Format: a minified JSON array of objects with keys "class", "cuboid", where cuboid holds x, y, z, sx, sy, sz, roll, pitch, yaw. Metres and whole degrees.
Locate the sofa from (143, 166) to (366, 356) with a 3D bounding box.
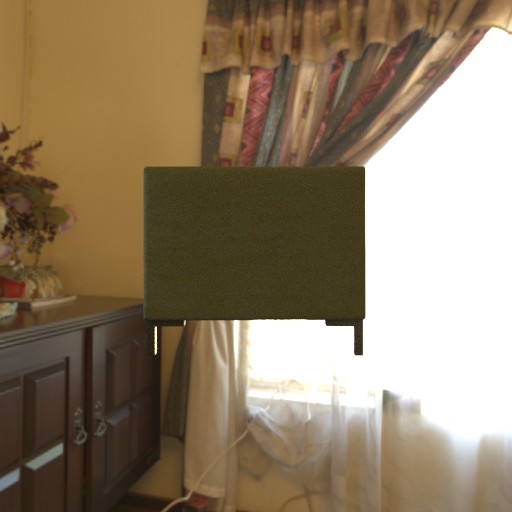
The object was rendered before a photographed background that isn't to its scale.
[{"class":"sofa","cuboid":[0.000,0.000,2.565,0.817,0.681,2.130,0,0,0]}]
